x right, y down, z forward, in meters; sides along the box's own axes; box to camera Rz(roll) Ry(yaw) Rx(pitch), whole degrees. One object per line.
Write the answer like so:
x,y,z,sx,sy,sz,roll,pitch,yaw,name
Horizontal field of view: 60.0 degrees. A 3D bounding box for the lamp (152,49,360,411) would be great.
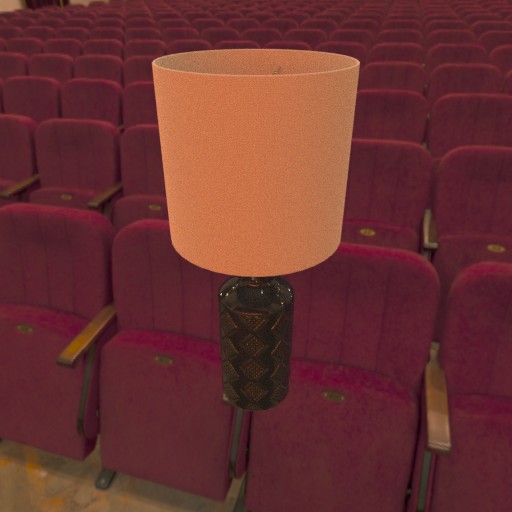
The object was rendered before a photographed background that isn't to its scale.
0.000,0.000,0.565,0.207,0.461,0.207,9,32,14,lamp
